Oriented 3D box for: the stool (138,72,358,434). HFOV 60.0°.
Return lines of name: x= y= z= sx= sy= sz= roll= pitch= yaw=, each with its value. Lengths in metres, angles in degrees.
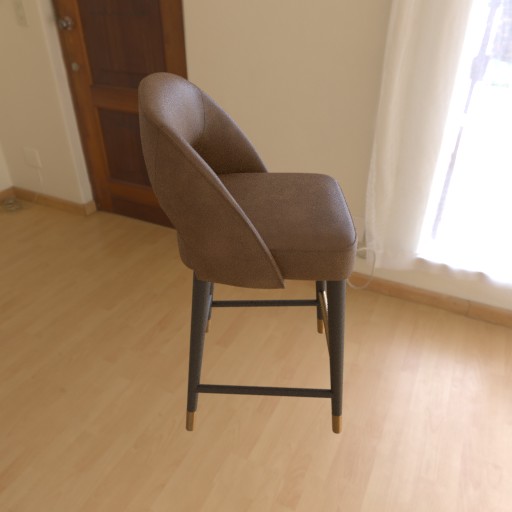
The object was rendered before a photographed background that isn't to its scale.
stool: x=0.000 y=0.000 z=1.235 sx=0.509 sy=0.940 sz=0.494 roll=0 pitch=32 yaw=1
